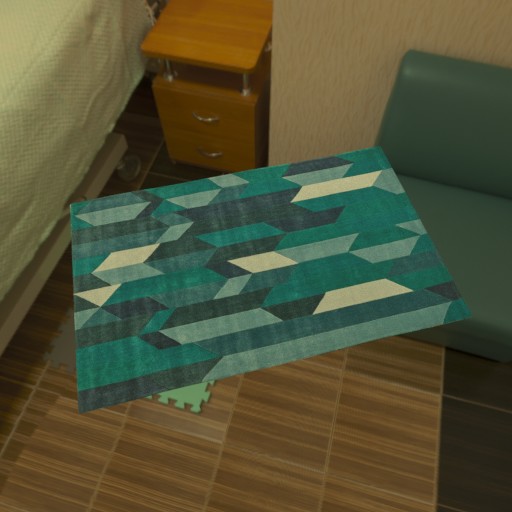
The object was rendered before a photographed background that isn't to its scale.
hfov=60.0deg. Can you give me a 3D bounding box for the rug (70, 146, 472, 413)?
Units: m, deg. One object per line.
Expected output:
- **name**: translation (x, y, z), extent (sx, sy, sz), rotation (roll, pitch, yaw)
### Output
- **rug**: translation (0.000, 0.000, 3.009), extent (2.420, 0.005, 1.528), rotation (-12, 60, -7)
